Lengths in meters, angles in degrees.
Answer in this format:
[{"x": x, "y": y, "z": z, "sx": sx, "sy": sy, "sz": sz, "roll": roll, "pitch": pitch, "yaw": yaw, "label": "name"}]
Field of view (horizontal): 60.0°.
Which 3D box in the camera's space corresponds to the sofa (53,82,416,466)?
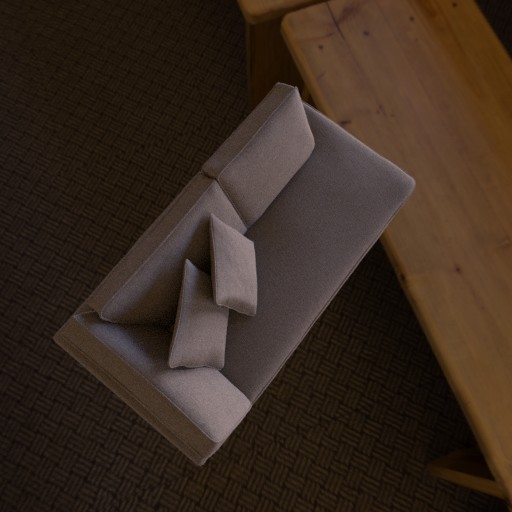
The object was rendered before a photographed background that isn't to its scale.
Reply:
[{"x": 0.000, "y": 0.000, "z": 2.842, "sx": 1.110, "sy": 1.033, "sz": 2.237, "roll": 37, "pitch": 77, "yaw": 10, "label": "sofa"}]
